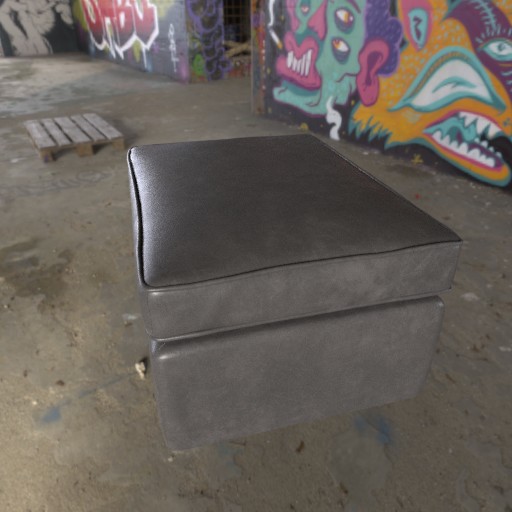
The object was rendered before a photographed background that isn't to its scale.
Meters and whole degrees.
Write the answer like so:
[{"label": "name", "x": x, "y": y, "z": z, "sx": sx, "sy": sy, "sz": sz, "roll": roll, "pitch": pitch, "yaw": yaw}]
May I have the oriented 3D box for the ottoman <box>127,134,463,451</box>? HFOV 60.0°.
[{"label": "ottoman", "x": 0.000, "y": 0.000, "z": 1.086, "sx": 0.554, "sy": 0.445, "sz": 0.756, "roll": -8, "pitch": 31, "yaw": -13}]
